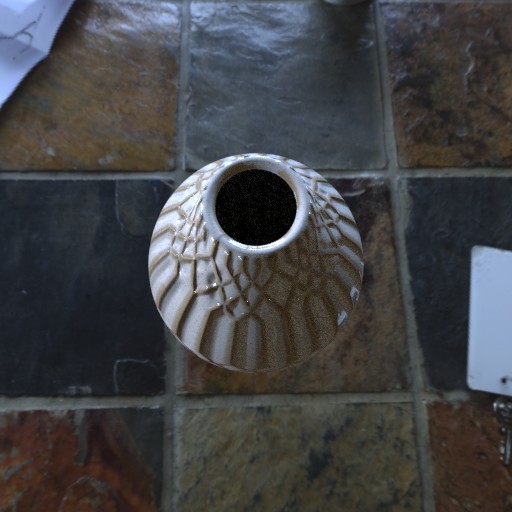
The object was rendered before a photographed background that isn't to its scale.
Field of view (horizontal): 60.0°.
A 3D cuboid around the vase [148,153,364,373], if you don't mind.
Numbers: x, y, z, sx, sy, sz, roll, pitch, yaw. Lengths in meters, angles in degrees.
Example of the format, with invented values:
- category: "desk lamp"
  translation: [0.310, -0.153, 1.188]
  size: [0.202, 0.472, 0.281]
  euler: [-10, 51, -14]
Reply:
- category: "vase"
  translation: [0.000, 0.000, 0.312]
  size: [0.159, 0.200, 0.159]
  euler: [0, 75, 0]
